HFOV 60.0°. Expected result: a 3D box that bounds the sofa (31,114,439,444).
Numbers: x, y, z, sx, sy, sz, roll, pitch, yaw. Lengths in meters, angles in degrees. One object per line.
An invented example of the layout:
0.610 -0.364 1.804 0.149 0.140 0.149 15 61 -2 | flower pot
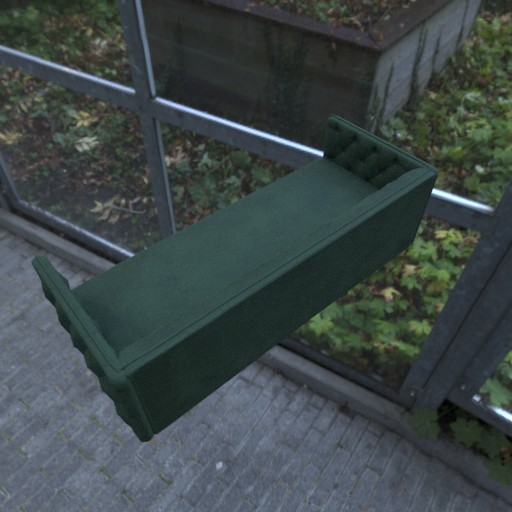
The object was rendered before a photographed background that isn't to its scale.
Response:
0.000 0.000 2.673 2.209 0.771 0.895 -31 54 -26 | sofa
